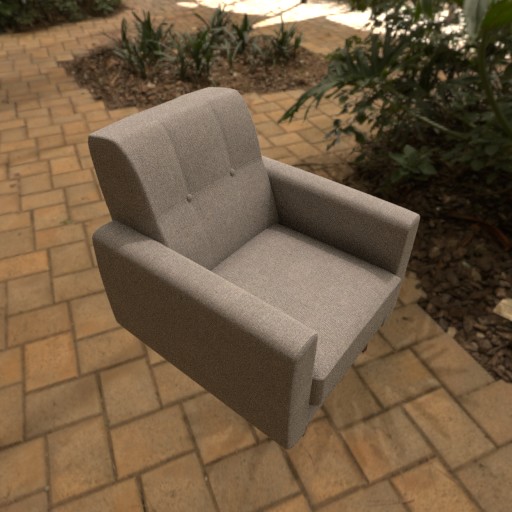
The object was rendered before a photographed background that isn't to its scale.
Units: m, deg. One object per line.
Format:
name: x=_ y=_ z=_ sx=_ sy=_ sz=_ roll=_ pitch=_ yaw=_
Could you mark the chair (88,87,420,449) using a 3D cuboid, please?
chair: x=0.000 y=0.000 z=1.670 sx=0.942 sy=0.968 sz=0.845 roll=26 pitch=46 yaw=28
